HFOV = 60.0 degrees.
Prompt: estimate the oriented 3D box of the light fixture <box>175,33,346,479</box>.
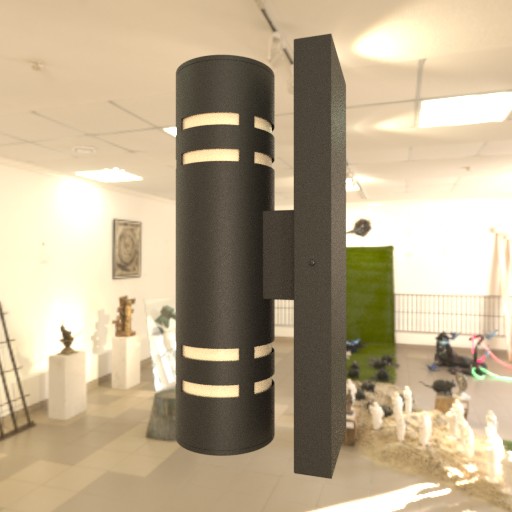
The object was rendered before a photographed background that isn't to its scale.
[{"bbox_3d":[0.000,0.000,0.399,0.149,0.330,0.105,0,0,18],"label":"light fixture"}]
